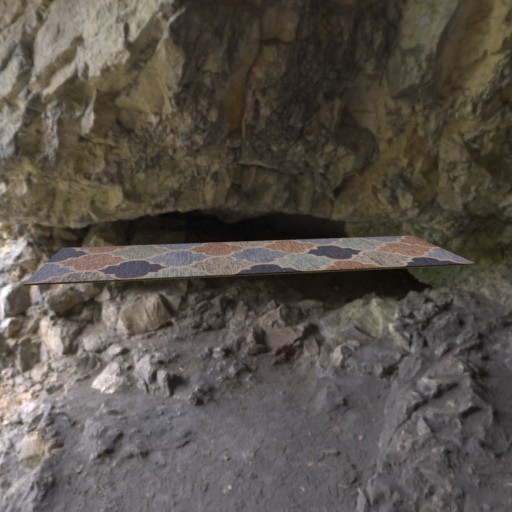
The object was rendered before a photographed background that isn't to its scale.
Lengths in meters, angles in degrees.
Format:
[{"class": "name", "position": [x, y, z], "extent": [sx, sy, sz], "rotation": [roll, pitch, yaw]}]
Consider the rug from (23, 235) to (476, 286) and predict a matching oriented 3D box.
[{"class": "rug", "position": [0.000, 0.000, 2.541], "extent": [2.287, 0.011, 0.687], "rotation": [-2, 15, -8]}]
